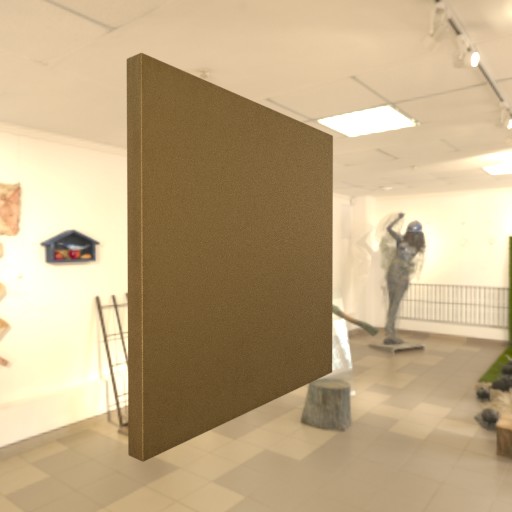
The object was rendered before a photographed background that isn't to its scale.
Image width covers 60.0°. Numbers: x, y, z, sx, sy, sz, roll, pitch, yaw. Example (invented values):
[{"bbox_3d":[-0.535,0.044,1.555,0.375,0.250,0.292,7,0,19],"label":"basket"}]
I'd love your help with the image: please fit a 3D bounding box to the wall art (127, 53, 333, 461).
[{"bbox_3d":[0.000,0.000,0.756,0.030,0.506,0.503,1,1,37],"label":"wall art"}]
